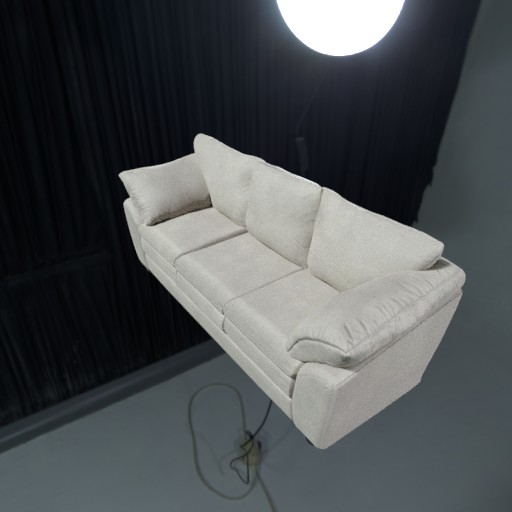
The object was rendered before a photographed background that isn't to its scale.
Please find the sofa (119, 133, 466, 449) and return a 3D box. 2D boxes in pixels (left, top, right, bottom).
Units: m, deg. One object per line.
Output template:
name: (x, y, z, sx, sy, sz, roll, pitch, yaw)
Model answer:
sofa: (0.000, 0.000, 2.789, 0.878, 0.996, 2.334, -20, 36, -30)
